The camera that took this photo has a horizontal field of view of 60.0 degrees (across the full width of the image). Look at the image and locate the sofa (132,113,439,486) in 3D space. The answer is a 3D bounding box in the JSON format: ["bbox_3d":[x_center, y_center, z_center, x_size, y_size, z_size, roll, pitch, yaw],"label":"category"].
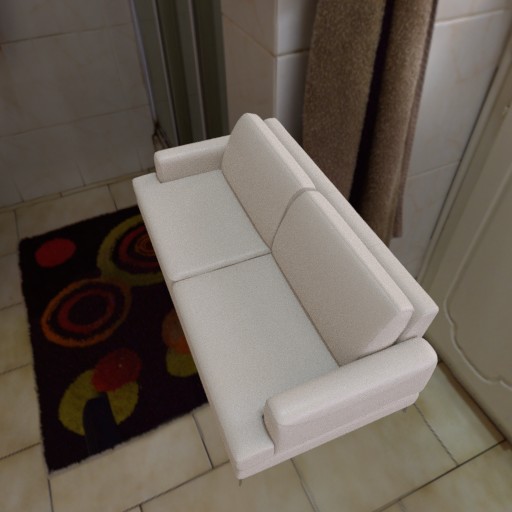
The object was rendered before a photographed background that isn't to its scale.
[{"bbox_3d":[0.000,0.000,2.407,0.974,0.765,1.940,-17,49,-15],"label":"sofa"}]
